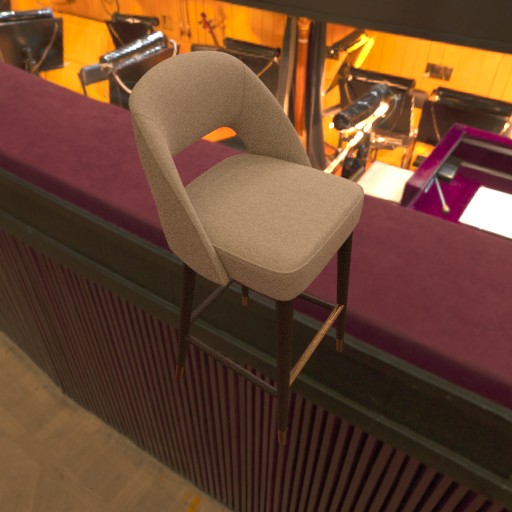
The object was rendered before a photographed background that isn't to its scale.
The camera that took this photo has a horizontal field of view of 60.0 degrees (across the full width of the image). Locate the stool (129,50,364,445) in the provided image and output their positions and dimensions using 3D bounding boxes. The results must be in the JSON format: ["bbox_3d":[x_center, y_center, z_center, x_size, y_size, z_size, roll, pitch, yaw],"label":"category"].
[{"bbox_3d":[0.000,0.000,1.307,0.509,1.037,0.494,23,47,24],"label":"stool"}]
